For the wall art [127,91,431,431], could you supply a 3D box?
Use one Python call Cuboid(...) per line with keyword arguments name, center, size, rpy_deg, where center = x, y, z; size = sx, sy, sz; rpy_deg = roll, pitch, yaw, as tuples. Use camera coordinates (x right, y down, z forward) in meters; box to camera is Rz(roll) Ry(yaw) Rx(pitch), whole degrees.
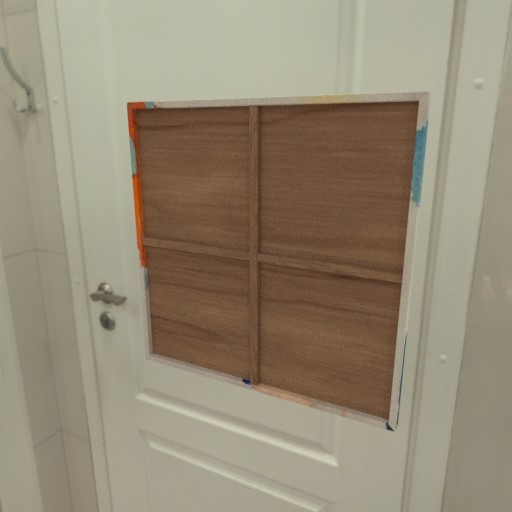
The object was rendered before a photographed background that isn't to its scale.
Cuboid(name="wall art", center=(0.000, 0.000, 1.209), size=(0.814, 0.814, 0.037), rpy_deg=(8, 18, 26))
